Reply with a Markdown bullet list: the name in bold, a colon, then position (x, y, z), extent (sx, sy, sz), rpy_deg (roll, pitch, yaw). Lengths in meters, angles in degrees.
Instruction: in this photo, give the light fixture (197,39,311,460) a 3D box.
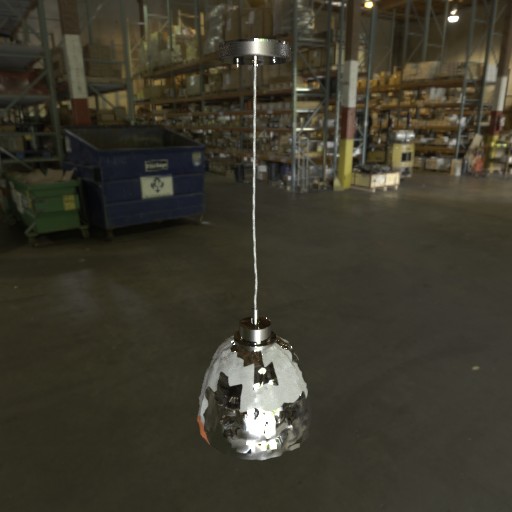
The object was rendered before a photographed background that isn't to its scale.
- **light fixture**: position (0.000, 0.000, 1.741), extent (0.496, 1.511, 0.500), rpy_deg (16, 23, 42)
